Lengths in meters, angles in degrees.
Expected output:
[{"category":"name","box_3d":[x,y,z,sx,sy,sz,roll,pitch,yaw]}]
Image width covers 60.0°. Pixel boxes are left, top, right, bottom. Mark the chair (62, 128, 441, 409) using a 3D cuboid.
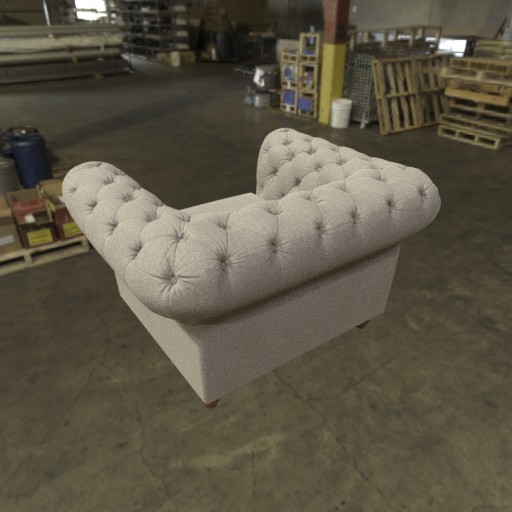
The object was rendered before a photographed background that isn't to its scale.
[{"category":"chair","box_3d":[0.000,0.000,1.881,1.270,0.770,0.976,-19,35,-30]}]
